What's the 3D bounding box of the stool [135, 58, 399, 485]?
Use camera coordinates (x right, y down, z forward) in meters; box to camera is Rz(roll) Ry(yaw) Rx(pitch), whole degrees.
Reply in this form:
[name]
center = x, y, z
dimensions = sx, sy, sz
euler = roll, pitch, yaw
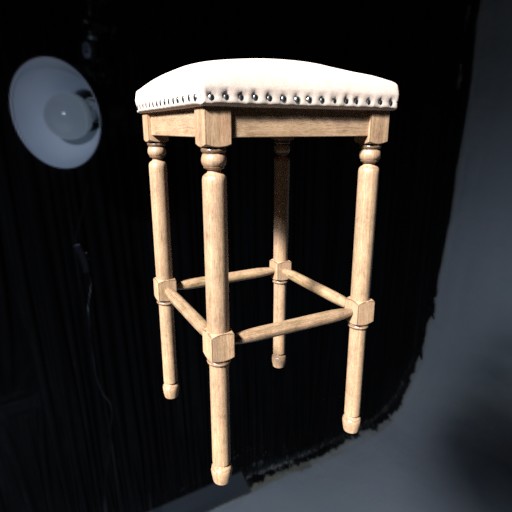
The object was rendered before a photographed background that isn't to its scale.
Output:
[stool]
center = 0.000, 0.000, 0.949
dimensions = 0.382, 0.768, 0.383
euler = -8, 18, -27
